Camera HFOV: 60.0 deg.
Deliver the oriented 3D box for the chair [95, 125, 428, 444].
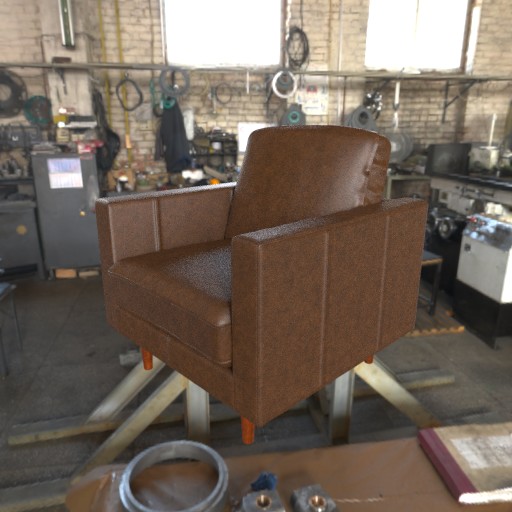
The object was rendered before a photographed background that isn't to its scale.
[{"bbox_3d":[0.000,0.000,1.688,0.909,0.956,0.890,-16,23,-42],"label":"chair"}]
